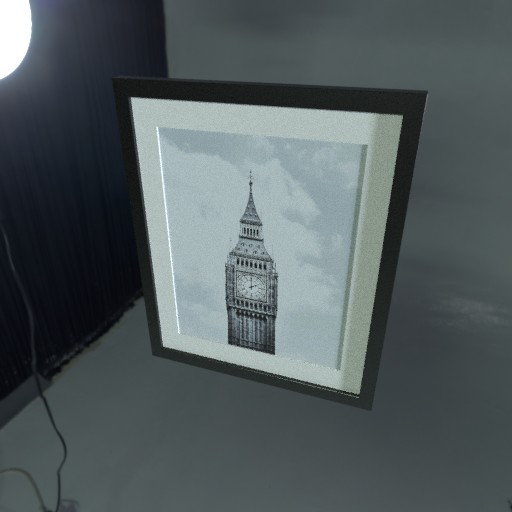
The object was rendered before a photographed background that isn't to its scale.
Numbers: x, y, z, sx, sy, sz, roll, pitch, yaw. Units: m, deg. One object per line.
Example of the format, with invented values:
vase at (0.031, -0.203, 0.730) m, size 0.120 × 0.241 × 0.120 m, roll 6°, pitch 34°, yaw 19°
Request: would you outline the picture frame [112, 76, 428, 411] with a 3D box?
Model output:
picture frame at (0.000, 0.000, 0.761) m, size 0.460 × 0.556 × 0.028 m, roll 10°, pitch 30°, yaw 17°
